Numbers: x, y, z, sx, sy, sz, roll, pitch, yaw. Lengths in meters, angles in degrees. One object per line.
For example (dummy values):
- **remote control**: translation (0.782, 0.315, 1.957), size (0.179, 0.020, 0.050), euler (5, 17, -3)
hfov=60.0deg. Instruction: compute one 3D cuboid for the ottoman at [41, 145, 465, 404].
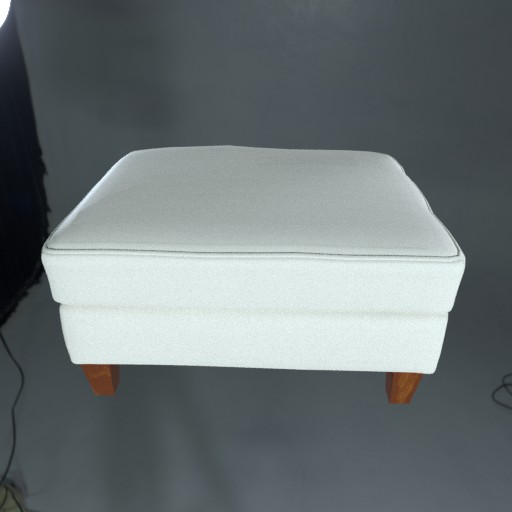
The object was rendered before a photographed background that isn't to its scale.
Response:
- **ottoman**: translation (0.000, 0.000, 1.174), size (0.818, 0.479, 0.634), euler (1, 31, 2)
